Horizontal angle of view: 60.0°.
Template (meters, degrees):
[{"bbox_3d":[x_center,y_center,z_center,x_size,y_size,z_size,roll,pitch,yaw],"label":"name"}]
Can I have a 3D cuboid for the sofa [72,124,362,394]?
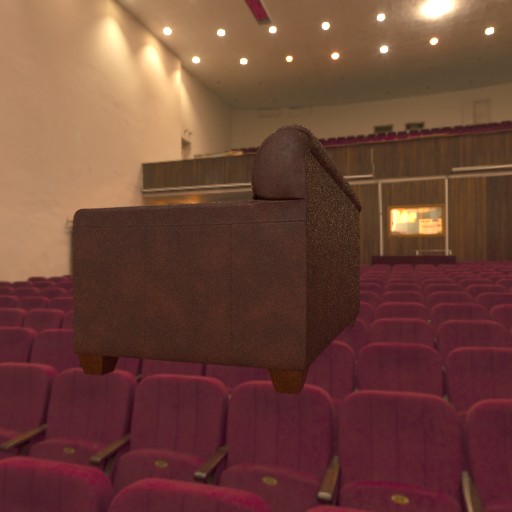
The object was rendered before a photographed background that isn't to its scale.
[{"bbox_3d":[0.000,0.000,2.468,1.000,0.966,1.856,0,-1,18],"label":"sofa"}]
